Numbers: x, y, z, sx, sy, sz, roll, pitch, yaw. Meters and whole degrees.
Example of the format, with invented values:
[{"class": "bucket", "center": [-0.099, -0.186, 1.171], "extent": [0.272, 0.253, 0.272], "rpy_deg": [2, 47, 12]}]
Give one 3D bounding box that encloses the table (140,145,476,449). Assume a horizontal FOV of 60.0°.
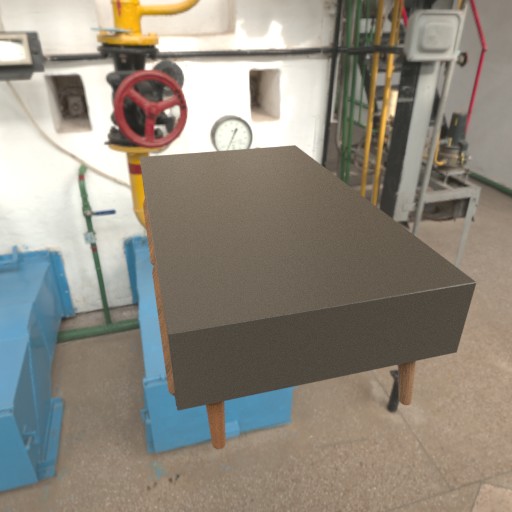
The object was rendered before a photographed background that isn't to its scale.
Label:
[{"class": "table", "center": [0.000, 0.000, 1.522], "extent": [0.703, 0.404, 1.201], "rpy_deg": [-8, 30, -13]}]
